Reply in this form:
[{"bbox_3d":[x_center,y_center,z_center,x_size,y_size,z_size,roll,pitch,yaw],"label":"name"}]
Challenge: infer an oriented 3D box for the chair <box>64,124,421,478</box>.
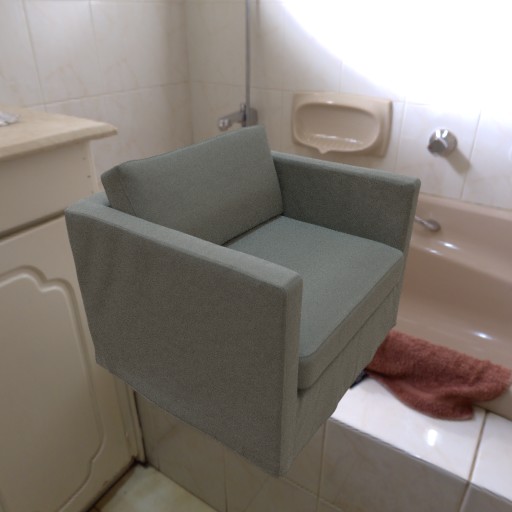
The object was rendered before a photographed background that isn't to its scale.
[{"bbox_3d":[0.000,0.000,1.777,0.949,0.863,1.057,19,33,31],"label":"chair"}]
